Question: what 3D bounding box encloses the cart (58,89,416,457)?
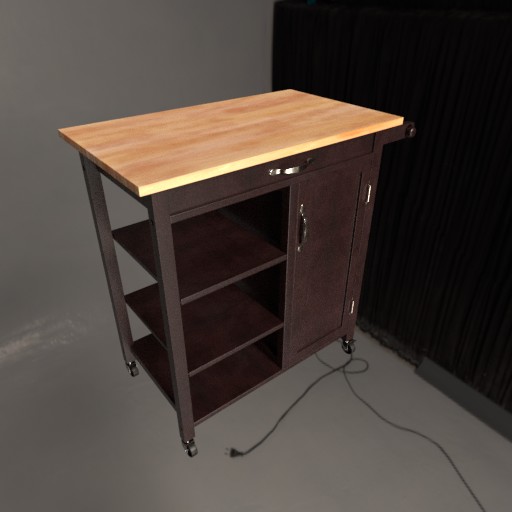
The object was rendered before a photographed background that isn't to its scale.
[{"bbox_3d":[0.000,0.000,1.439,0.914,0.878,0.472,-22,38,-31],"label":"cart"}]
